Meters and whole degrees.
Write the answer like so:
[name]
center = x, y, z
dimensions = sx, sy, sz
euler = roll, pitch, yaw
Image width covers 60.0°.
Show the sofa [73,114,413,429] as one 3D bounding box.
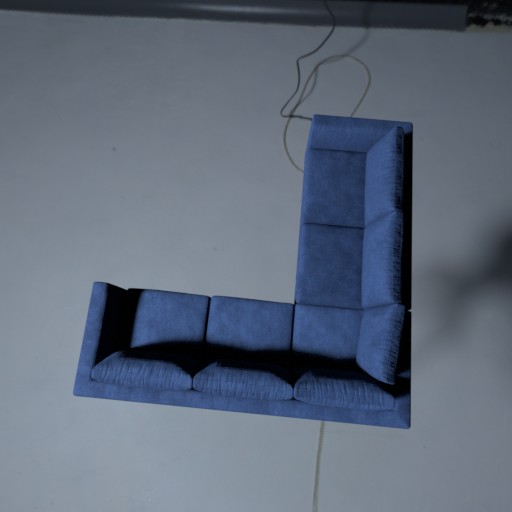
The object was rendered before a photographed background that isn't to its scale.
[sofa]
center = 0.000, 0.000, 3.745
dimensions = 2.463, 0.988, 2.472
euler = 5, 76, 1
